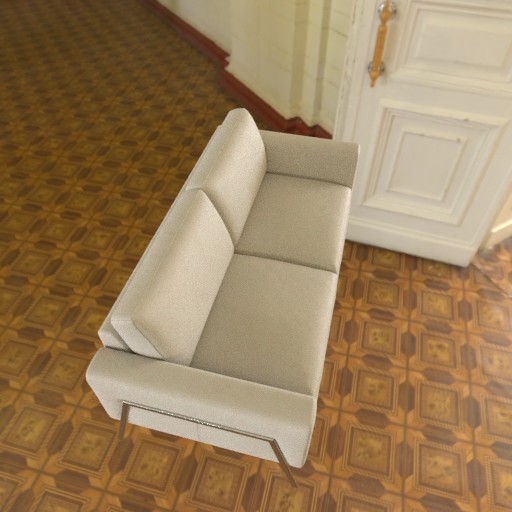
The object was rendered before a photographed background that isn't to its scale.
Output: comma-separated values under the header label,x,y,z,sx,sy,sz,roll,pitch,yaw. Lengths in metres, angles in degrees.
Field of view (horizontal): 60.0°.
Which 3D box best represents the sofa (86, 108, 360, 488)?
label,x,y,z,sx,sy,sz,roll,pitch,yaw
sofa,0.000,0.000,2.513,0.953,0.875,2.017,11,48,10
